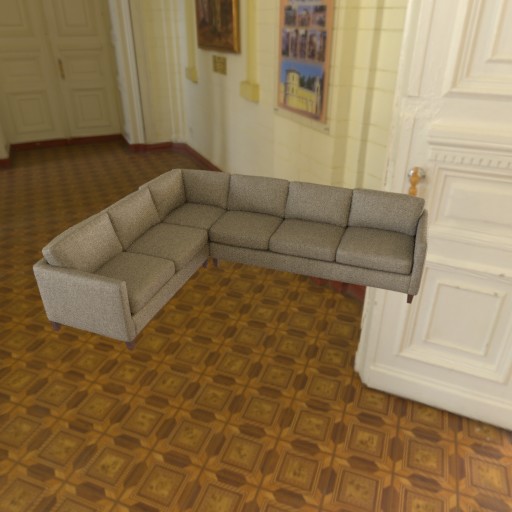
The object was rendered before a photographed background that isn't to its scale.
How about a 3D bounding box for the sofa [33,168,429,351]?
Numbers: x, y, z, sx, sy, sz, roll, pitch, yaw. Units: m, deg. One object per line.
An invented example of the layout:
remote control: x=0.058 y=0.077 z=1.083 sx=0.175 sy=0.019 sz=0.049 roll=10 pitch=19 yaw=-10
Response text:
sofa: x=0.000 y=0.000 z=4.558 sx=3.302 sy=0.947 sz=2.593 roll=10 pitch=31 yaw=17
